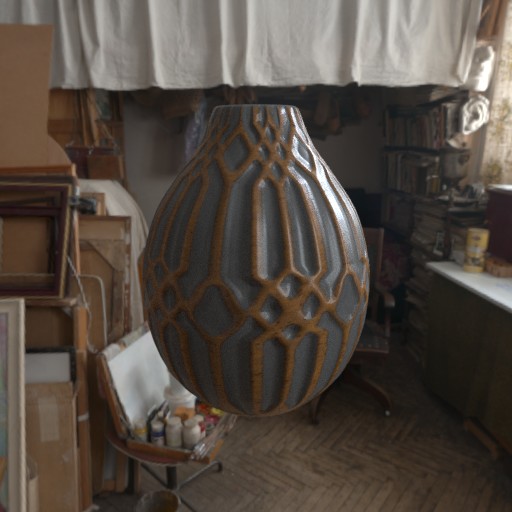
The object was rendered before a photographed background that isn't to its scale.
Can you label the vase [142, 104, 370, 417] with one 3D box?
[{"bbox_3d":[0.000,0.000,0.137,0.069,0.088,0.069,0,16,0],"label":"vase"}]
